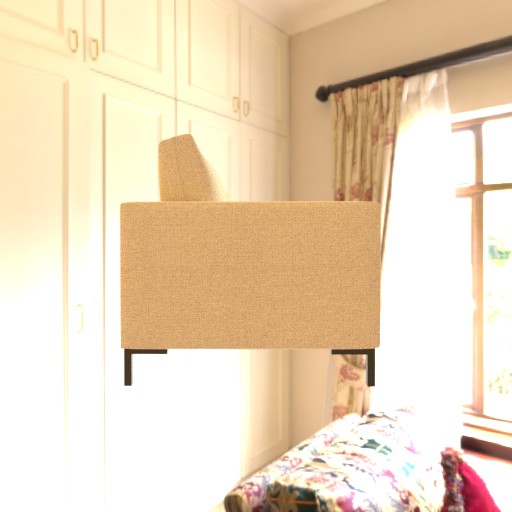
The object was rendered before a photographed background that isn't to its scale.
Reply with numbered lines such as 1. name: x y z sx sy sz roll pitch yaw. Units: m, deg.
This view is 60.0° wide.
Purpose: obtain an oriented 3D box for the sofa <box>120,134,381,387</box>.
1. sofa: 0.000 0.000 2.172 0.839 0.812 1.651 0 0 0
